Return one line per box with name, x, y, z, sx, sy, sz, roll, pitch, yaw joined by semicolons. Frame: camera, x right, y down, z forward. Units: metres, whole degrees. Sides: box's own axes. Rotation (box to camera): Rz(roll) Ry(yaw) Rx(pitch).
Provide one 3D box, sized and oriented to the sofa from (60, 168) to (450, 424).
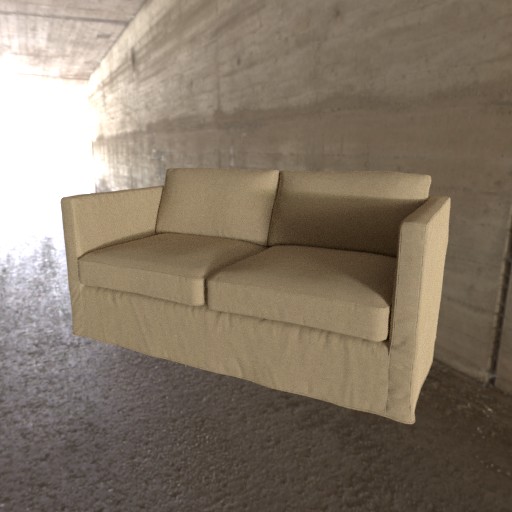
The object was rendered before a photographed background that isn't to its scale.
sofa;0.000;0.000;2.224;1.719;0.835;0.962;7;15;26
